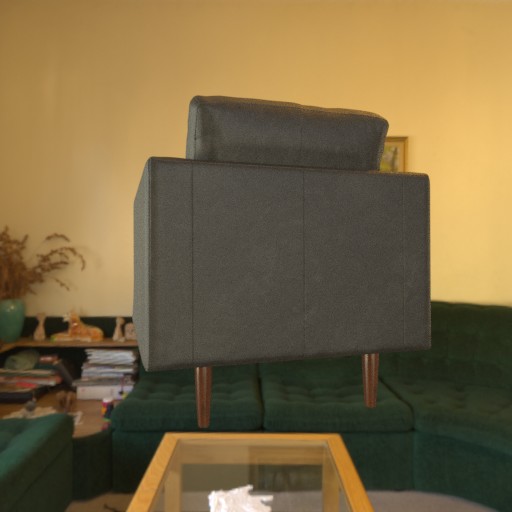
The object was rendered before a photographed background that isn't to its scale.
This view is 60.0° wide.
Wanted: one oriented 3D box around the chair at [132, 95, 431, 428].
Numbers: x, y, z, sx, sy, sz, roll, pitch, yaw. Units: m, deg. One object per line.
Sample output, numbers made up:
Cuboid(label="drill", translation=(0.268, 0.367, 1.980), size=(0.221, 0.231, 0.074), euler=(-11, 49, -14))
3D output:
Cuboid(label="chair", translation=(0.000, 0.000, 1.585), size=(0.831, 0.898, 0.879), euler=(0, 1, -17))
